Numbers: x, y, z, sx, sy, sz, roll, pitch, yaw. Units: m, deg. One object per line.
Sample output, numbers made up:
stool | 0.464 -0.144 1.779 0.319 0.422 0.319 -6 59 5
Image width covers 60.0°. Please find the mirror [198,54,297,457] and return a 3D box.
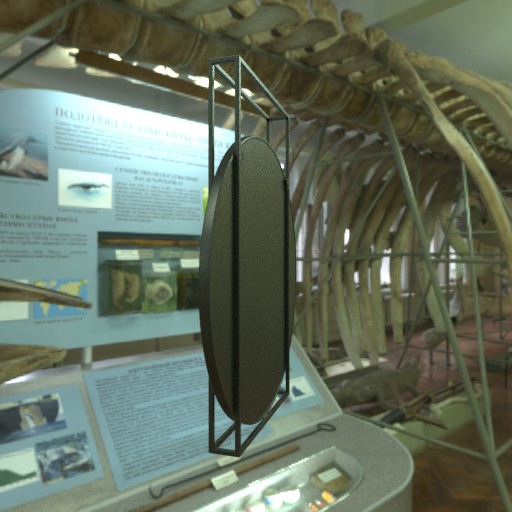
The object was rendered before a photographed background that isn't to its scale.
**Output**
mirror | 0.000 0.000 0.820 0.051 0.603 0.508 0 0 18
